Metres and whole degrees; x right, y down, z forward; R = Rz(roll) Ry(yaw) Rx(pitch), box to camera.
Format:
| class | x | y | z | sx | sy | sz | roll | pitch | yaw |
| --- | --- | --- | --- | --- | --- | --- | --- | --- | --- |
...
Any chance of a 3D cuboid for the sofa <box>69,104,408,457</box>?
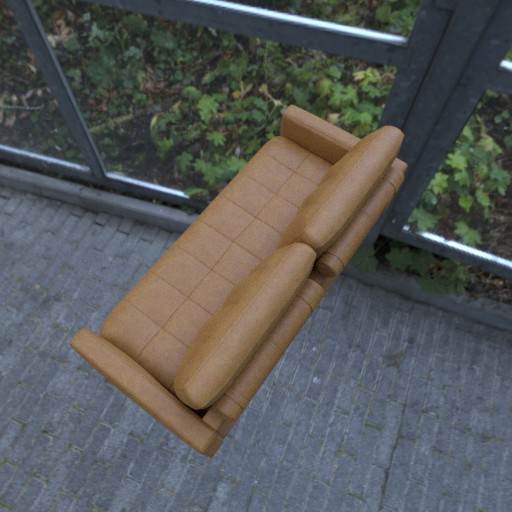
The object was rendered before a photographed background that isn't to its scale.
| class | x | y | z | sx | sy | sz | roll | pitch | yaw |
| --- | --- | --- | --- | --- | --- | --- | --- | --- | --- |
| sofa | 0.000 | 0.000 | 2.308 | 0.850 | 0.898 | 1.821 | 33 | 68 | 15 |
